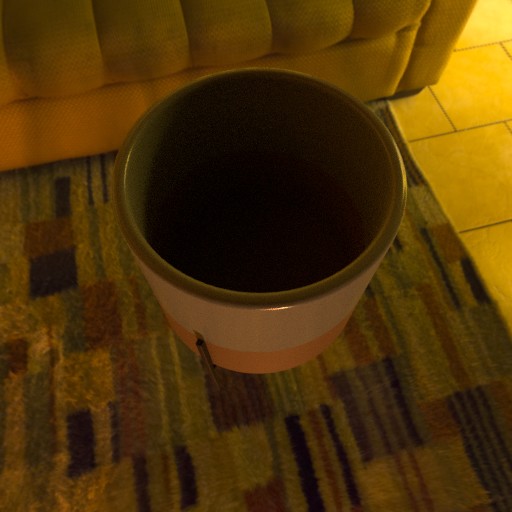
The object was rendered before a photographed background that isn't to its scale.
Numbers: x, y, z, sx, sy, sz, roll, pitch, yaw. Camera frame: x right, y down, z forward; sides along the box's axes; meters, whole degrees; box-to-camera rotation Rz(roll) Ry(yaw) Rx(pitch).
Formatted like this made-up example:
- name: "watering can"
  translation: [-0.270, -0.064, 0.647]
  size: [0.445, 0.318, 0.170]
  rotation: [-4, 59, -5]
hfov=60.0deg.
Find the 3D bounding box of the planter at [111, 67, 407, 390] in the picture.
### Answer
- name: "planter"
  translation: [0.000, 0.000, 0.732]
  size: [0.348, 0.480, 0.360]
  rotation: [-32, 68, -15]
